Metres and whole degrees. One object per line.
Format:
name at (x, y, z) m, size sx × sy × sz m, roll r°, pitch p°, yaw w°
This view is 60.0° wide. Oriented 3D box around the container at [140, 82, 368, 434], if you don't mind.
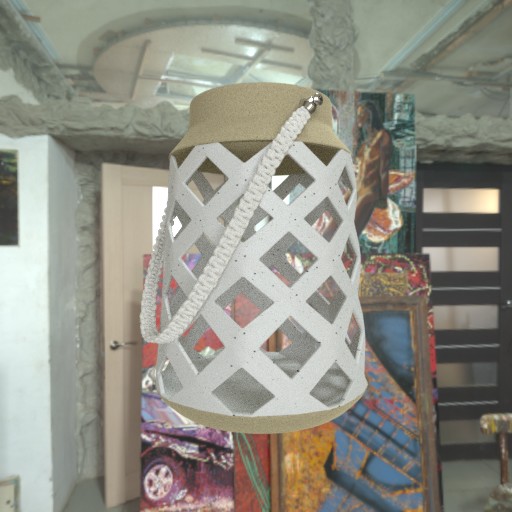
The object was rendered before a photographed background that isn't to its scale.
container at (0.000, 0.000, 0.342) m, size 0.172 × 0.229 × 0.163 m, roll -1°, pitch 1°, yaw -36°
